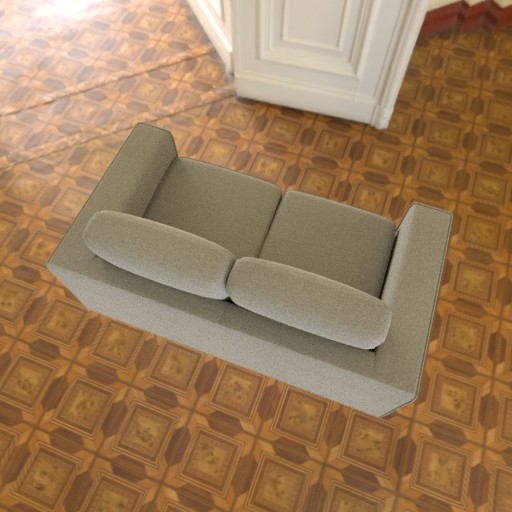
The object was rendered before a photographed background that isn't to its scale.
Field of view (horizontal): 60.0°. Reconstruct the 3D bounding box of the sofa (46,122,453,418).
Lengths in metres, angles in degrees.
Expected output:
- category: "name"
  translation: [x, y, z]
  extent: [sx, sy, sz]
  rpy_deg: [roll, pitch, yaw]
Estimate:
- category: "sofa"
  translation: [0.000, 0.000, 2.400]
  extent: [1.812, 0.924, 1.007]
  rpy_deg: [18, 65, 9]
